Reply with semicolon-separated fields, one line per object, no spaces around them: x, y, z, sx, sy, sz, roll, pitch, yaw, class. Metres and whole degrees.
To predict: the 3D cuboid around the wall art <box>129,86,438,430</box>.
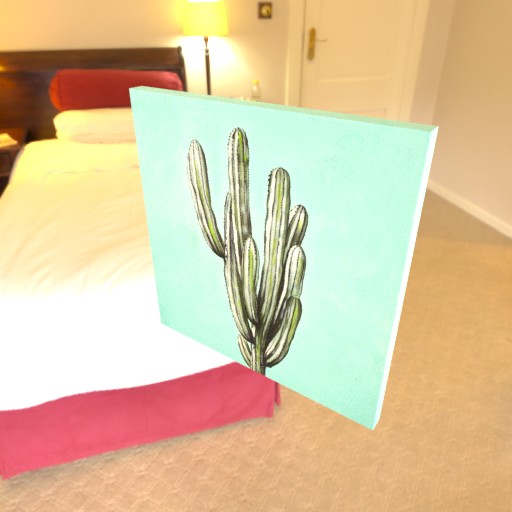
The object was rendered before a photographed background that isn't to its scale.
0.000;0.000;0.912;0.603;0.603;0.036;19;35;30;wall art
